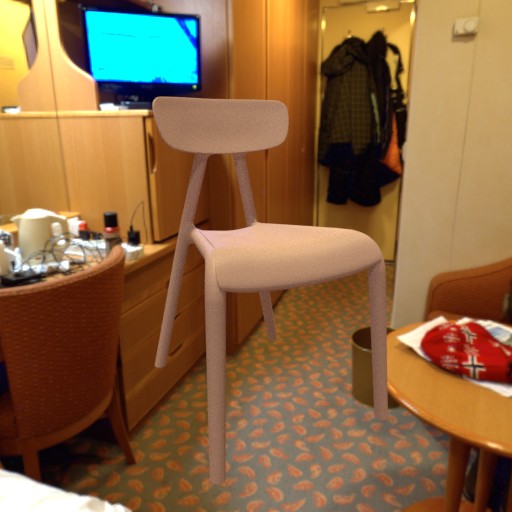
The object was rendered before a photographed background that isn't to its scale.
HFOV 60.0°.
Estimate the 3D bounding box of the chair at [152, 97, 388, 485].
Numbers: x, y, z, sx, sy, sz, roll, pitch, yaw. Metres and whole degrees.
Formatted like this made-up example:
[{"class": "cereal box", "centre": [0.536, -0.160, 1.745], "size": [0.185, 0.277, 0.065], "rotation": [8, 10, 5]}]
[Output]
[{"class": "chair", "centre": [0.000, 0.000, 0.838], "size": [0.356, 0.580, 0.401], "rotation": [-8, 18, -27]}]
